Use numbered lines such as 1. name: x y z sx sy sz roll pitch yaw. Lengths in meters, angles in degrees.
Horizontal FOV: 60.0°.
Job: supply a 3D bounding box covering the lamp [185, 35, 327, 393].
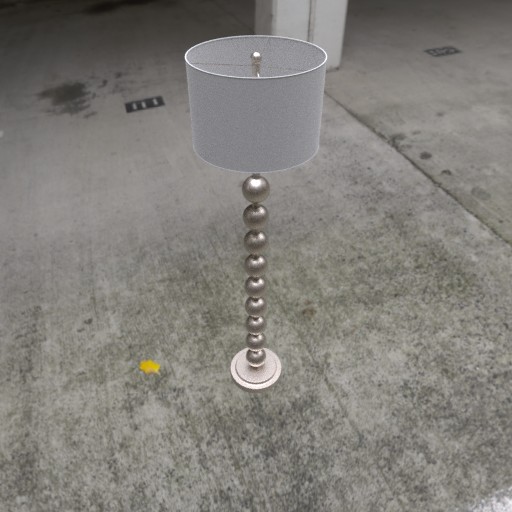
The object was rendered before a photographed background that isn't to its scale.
1. lamp: 0.000 0.000 1.698 0.394 1.474 0.394 -12 42 -14
